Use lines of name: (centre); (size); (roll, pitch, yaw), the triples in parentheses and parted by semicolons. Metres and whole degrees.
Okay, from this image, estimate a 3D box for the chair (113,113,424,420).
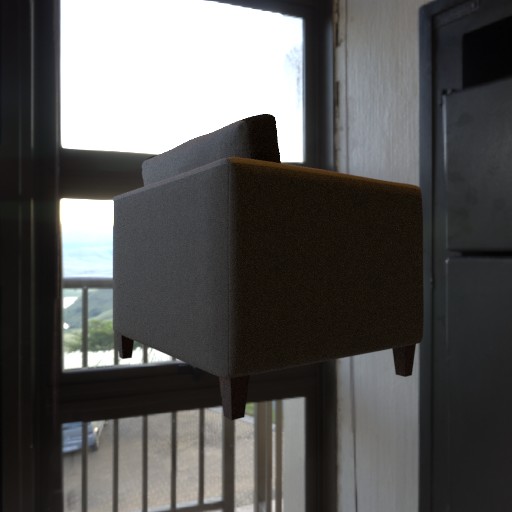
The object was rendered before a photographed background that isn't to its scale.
chair: (0.000, 0.000, 1.949); (0.959, 0.963, 1.107); (0, 0, -35)
